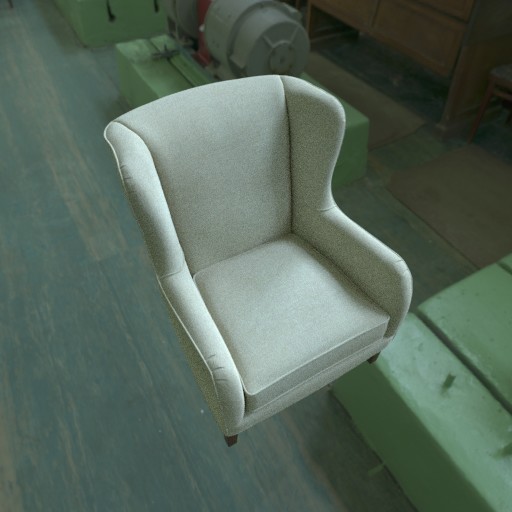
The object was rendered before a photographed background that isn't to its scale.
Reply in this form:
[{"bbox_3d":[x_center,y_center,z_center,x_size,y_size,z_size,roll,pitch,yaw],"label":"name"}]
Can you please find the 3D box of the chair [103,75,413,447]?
[{"bbox_3d":[0.000,0.000,1.766,0.838,1.040,0.966,-23,51,-20],"label":"chair"}]
